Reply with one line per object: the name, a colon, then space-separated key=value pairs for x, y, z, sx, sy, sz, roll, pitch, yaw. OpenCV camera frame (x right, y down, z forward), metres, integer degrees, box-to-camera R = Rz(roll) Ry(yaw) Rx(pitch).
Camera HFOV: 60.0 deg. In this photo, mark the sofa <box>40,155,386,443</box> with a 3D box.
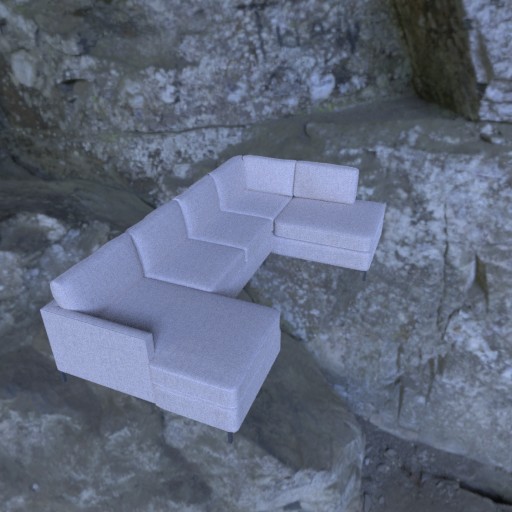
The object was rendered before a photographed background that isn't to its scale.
sofa: x=0.000 y=0.000 z=4.330 sx=2.021 sy=0.996 sz=3.423 roll=11 pitch=32 yaw=19
